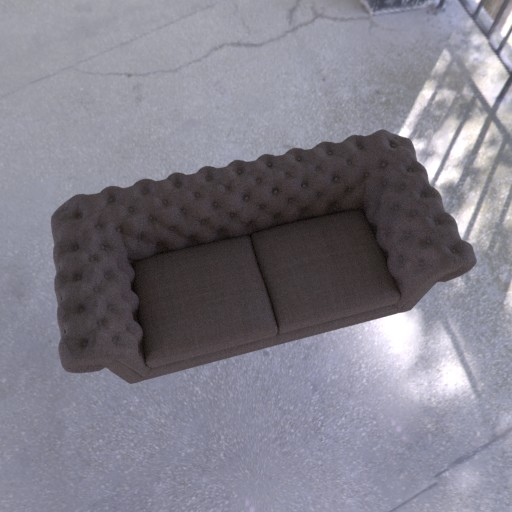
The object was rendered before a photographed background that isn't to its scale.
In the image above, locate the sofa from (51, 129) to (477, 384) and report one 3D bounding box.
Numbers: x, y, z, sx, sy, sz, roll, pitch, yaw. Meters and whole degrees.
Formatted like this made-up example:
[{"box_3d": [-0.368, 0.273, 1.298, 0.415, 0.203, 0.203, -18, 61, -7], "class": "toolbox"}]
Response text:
[{"box_3d": [0.000, 0.000, 2.527, 2.048, 0.780, 0.944, -13, 64, -7], "class": "sofa"}]
